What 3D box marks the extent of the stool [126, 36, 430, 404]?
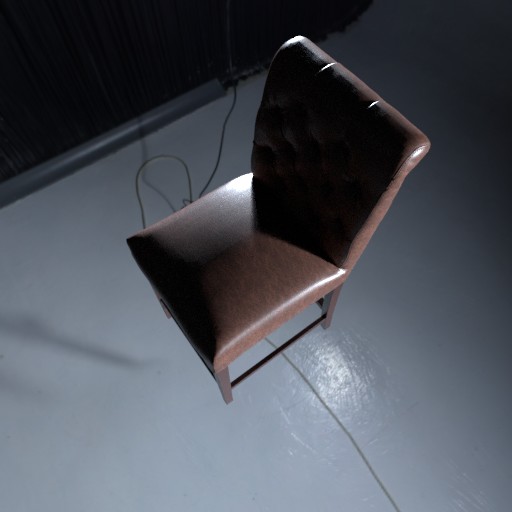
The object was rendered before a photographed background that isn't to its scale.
[{"bbox_3d":[0.000,0.000,1.437,0.660,1.084,0.486,-33,67,-16],"label":"stool"}]
